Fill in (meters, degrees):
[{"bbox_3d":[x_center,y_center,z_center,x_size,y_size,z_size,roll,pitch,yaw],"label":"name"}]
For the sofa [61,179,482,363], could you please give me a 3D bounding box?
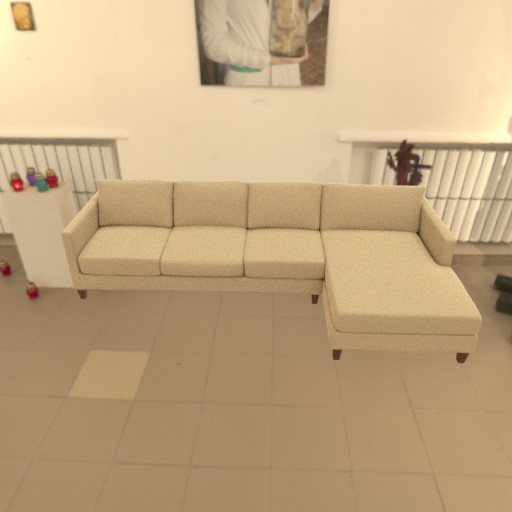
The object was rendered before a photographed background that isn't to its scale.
[{"bbox_3d":[0.000,0.000,3.750,3.186,0.861,1.625,1,31,2],"label":"sofa"}]
